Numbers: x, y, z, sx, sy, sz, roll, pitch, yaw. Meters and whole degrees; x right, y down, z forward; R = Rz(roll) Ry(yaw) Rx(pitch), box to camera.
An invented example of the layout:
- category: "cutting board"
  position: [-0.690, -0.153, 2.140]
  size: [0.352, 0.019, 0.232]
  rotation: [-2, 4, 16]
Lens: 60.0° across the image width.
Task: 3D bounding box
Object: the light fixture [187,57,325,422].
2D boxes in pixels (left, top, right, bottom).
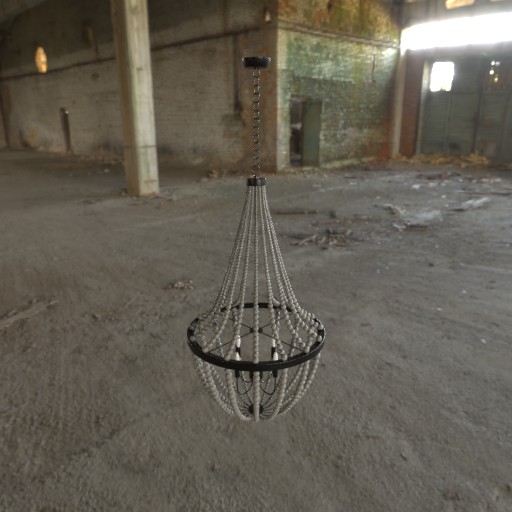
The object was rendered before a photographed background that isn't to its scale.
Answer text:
- category: "light fixture"
  position: [0.000, 0.000, 1.382]
  size: [0.450, 1.133, 0.450]
  rotation: [0, 17, 0]
